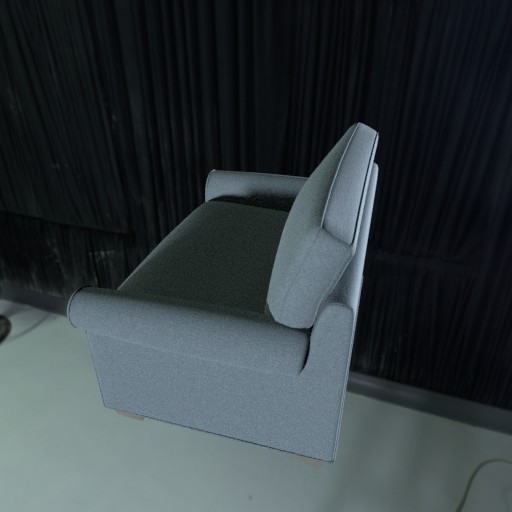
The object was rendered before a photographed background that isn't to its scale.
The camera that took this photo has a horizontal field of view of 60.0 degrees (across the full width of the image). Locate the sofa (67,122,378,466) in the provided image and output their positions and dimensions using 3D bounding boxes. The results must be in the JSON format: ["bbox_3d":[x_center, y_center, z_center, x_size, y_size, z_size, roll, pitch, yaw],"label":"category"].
[{"bbox_3d":[0.000,0.000,1.977,0.940,0.953,1.410,8,31,14],"label":"sofa"}]
